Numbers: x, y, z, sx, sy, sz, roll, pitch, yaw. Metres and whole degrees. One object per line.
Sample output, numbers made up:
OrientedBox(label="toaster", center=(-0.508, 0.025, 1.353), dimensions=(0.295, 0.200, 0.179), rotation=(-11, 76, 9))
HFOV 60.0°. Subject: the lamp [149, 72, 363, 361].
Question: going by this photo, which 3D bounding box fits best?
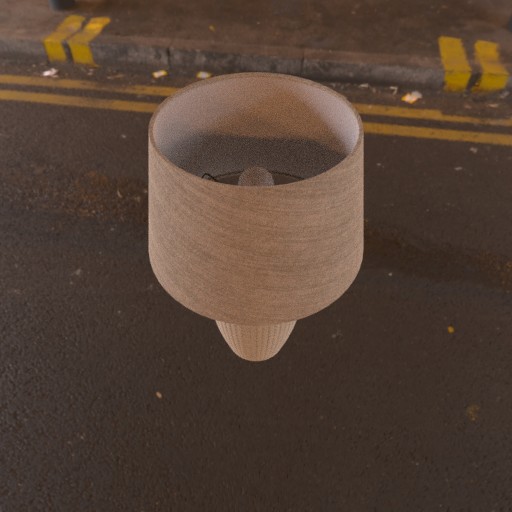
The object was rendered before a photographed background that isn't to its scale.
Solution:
OrientedBox(label="lamp", center=(0.000, 0.000, 0.856), dimensions=(0.390, 0.580, 0.390), rotation=(0, 48, 0))
